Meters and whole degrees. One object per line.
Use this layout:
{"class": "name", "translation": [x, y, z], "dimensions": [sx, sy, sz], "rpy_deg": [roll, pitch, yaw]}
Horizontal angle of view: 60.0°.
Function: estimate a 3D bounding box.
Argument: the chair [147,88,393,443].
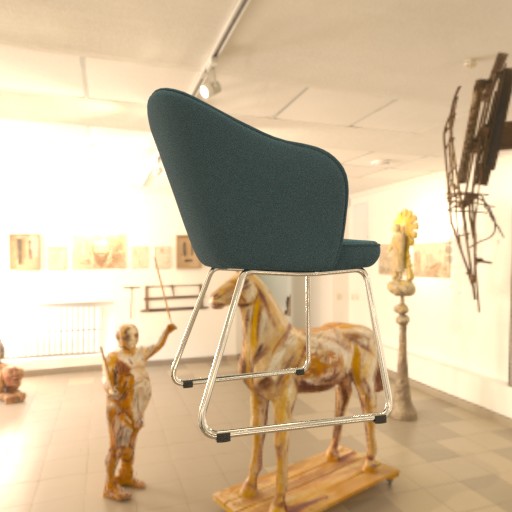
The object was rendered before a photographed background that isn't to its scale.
{"class": "chair", "translation": [0.000, 0.000, 1.230], "dimensions": [0.585, 0.815, 0.570], "rpy_deg": [0, 0, -19]}
